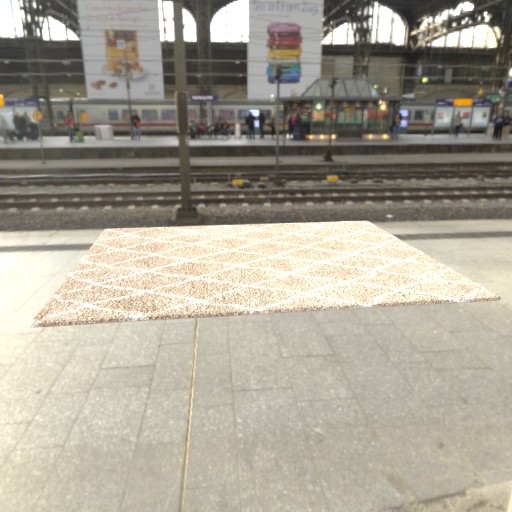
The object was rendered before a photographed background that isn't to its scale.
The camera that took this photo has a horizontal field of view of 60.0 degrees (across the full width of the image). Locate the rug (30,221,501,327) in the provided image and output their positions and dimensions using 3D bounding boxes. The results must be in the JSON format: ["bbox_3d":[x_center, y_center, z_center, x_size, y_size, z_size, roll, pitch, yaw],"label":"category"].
[{"bbox_3d":[0.000,0.000,3.961,3.047,0.029,2.438,-2,17,-8],"label":"rug"}]
